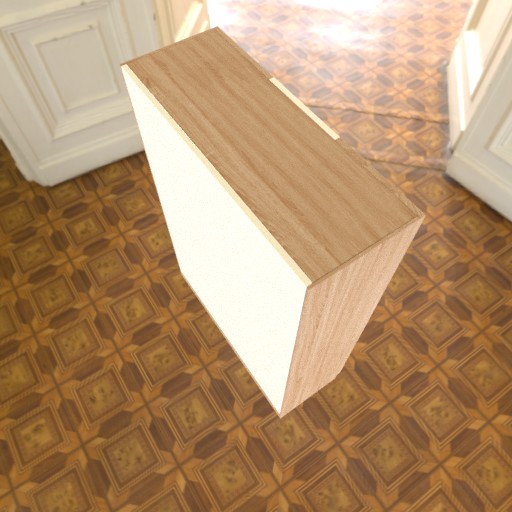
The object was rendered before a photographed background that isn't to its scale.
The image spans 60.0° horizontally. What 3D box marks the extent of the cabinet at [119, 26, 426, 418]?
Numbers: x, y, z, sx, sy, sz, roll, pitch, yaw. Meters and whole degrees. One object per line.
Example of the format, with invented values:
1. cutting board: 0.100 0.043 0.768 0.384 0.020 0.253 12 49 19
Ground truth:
1. cabinet: 0.000 0.000 2.834 0.590 2.120 1.500 -30 63 -17
